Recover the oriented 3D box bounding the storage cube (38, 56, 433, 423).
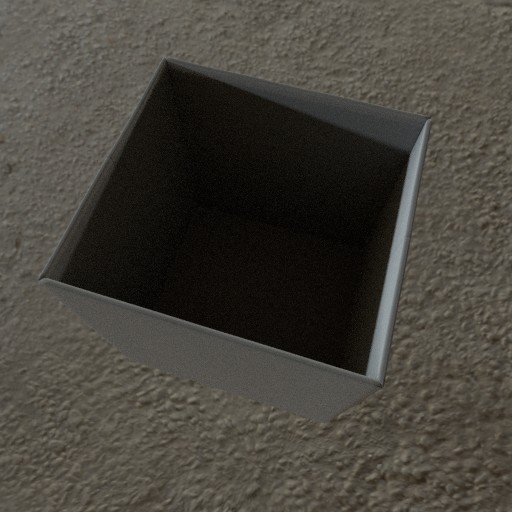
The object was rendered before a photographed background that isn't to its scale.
[{"bbox_3d":[0.000,0.000,0.498,0.270,0.280,0.270,16,66,7],"label":"storage cube"}]
